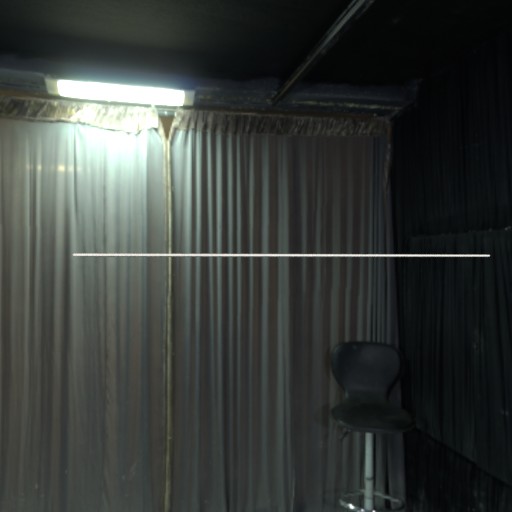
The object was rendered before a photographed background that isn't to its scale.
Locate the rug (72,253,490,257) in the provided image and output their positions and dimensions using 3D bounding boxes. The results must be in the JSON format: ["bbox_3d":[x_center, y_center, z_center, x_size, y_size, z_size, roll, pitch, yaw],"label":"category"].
[{"bbox_3d":[0.000,0.000,4.128,3.046,0.015,2.446,0,0,-20],"label":"rug"}]
